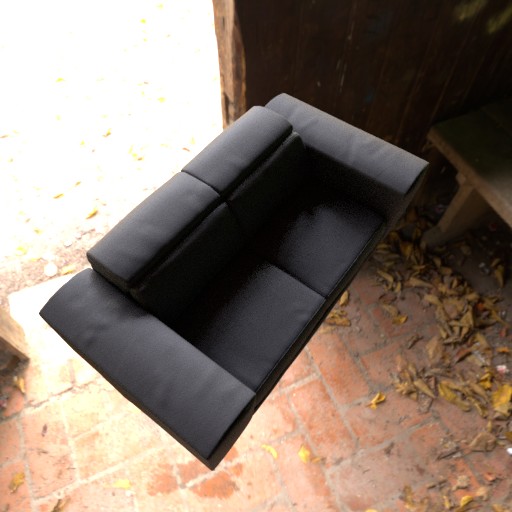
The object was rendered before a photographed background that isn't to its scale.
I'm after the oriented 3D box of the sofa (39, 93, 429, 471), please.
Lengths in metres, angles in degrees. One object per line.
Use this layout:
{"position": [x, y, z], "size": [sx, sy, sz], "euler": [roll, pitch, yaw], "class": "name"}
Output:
{"position": [0.000, 0.000, 2.368], "size": [1.003, 0.779, 1.895], "euler": [33, 63, 19], "class": "sofa"}
